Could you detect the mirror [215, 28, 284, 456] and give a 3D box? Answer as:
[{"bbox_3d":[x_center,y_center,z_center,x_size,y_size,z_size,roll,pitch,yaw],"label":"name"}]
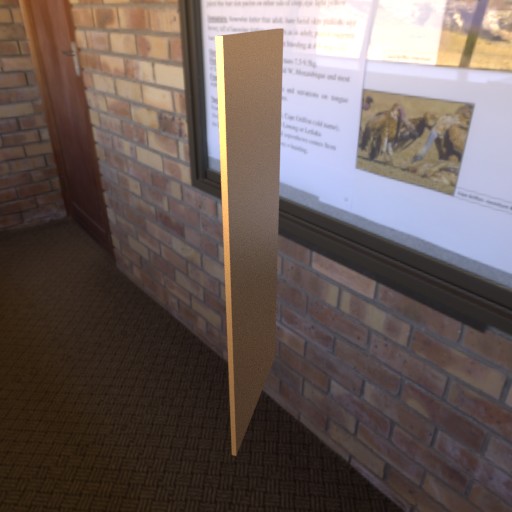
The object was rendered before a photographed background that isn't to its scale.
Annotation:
[{"bbox_3d":[0.000,0.000,2.247,0.025,2.031,0.812,8,30,15],"label":"mirror"}]
